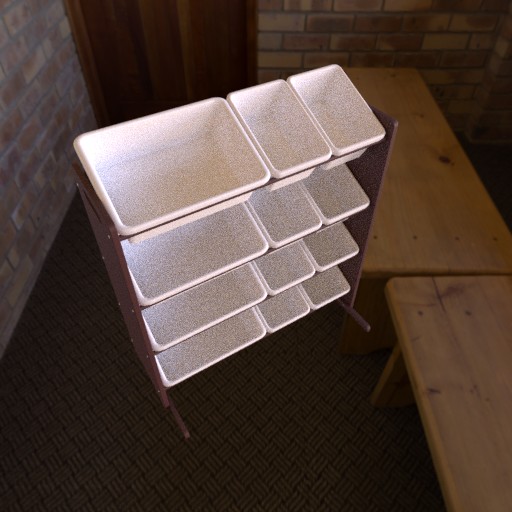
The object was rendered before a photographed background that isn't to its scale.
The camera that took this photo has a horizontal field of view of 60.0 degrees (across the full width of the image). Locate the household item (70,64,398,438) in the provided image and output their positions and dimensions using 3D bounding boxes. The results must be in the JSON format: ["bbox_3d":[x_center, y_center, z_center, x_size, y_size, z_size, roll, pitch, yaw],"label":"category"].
[{"bbox_3d":[0.000,0.000,1.315,0.787,0.864,0.389,-24,50,-22],"label":"household item"}]
